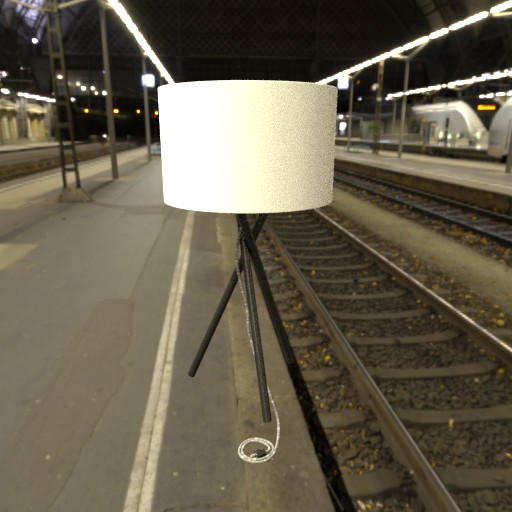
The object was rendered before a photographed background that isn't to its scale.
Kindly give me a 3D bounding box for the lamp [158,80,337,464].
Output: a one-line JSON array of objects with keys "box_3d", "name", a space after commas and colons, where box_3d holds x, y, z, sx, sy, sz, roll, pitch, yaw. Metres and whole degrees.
[{"box_3d": [0.000, 0.000, 0.950, 0.353, 0.674, 0.422, -8, 18, -26], "name": "lamp"}]
